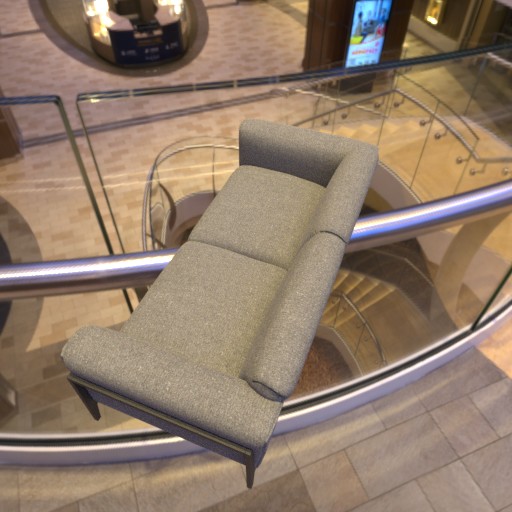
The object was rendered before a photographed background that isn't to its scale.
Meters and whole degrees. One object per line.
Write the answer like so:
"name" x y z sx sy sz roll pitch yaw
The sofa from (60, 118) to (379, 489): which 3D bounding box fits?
"sofa" 0.000 0.000 2.550 0.985 0.703 2.125 17 50 15
